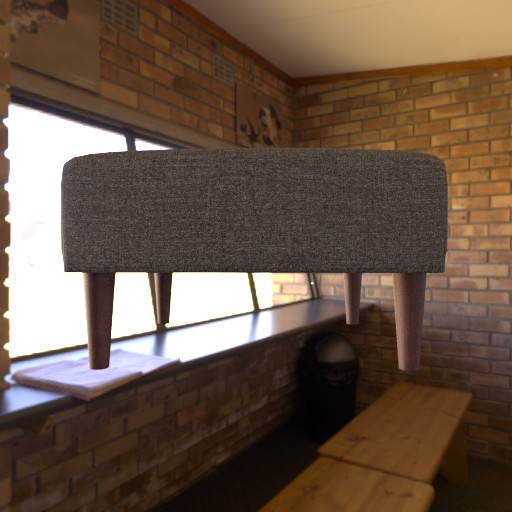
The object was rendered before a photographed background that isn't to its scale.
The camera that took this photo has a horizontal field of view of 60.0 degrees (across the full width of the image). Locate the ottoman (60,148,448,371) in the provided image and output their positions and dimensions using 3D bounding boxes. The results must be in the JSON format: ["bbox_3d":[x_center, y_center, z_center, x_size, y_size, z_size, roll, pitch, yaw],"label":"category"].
[{"bbox_3d":[0.000,0.000,1.041,0.655,0.399,0.648,0,0,1],"label":"ottoman"}]
